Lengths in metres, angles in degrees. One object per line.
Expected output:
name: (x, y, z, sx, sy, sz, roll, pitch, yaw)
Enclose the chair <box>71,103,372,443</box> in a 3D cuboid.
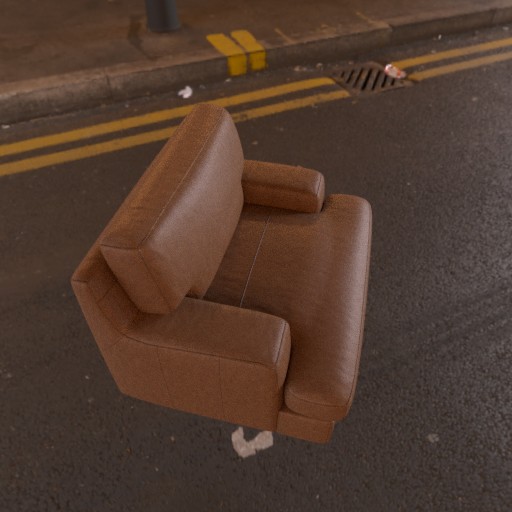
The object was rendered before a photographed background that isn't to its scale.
chair: (0.000, 0.000, 2.052, 1.050, 0.978, 1.276, 10, 46, 10)
